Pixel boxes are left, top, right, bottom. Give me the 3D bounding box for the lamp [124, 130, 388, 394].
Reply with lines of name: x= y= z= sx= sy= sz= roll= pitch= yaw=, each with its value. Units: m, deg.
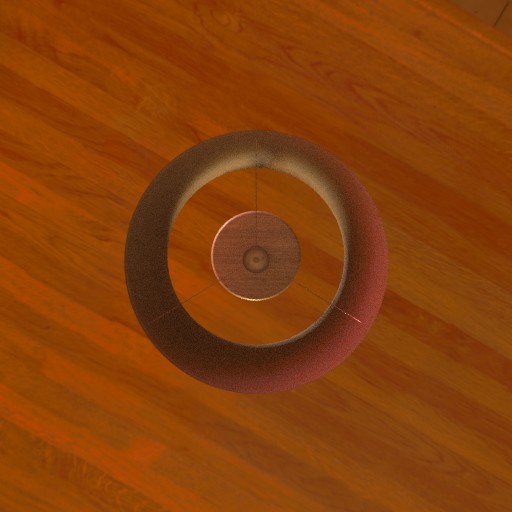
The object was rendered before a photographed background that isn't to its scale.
lamp: x=0.000 y=0.000 z=0.600 sx=0.228 sy=0.444 sz=0.228 roll=0 pitch=92 yaw=0
